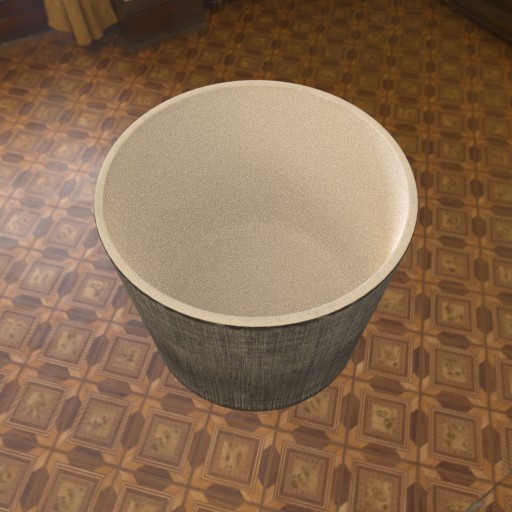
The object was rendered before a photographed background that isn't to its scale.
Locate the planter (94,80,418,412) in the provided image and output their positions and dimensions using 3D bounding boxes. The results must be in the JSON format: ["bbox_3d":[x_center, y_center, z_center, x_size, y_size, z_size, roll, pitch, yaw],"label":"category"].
[{"bbox_3d":[0.000,0.000,0.313,0.178,0.157,0.178,0,57,0],"label":"planter"}]
